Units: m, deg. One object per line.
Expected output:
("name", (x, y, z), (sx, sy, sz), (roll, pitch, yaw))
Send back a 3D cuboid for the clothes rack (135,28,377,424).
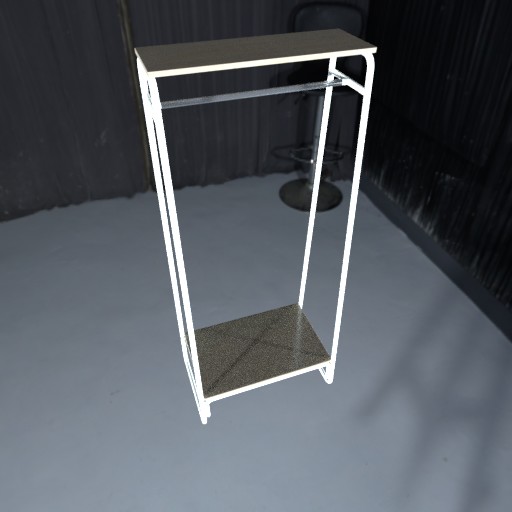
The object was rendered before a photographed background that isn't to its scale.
("clothes rack", (0.000, 0.000, 1.719), (0.640, 1.512, 0.400), (-13, 42, -15))
